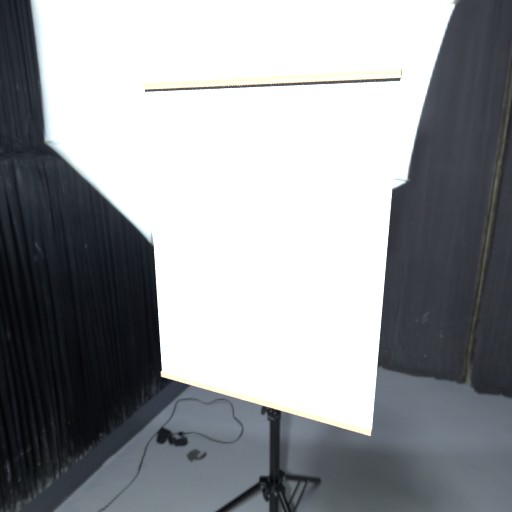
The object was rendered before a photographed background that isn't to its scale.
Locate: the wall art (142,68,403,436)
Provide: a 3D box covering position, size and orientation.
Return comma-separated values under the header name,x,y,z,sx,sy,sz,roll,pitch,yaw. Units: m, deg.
name,x,y,z,sx,sy,sz,roll,pitch,yaw
wall art,0.000,0.000,0.807,0.459,0.608,0.012,8,18,24
